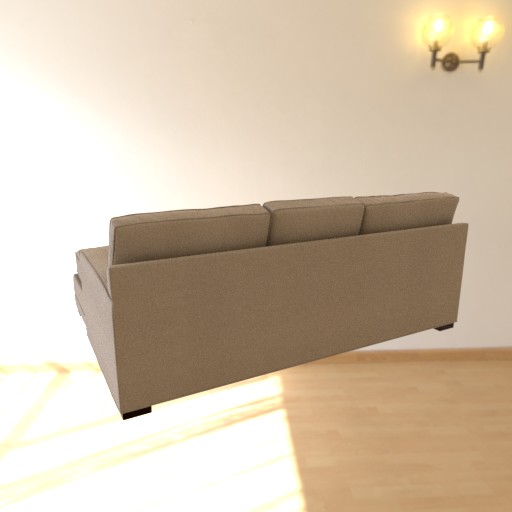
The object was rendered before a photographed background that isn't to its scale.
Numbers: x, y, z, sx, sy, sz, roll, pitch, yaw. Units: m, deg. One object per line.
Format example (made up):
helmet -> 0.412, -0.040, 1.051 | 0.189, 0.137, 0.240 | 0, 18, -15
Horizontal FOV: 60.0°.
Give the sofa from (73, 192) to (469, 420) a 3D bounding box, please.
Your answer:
sofa -> 0.000, 0.000, 2.848 | 2.087, 0.861, 1.496 | -8, 16, -27
